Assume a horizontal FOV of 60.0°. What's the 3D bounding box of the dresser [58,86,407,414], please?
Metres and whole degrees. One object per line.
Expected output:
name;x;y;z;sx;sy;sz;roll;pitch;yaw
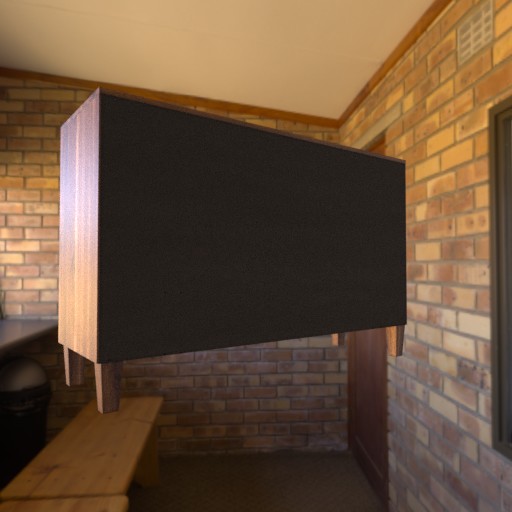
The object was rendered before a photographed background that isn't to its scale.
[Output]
dresser;0.000;0.000;1.783;1.387;0.892;0.438;1;-2;-37
